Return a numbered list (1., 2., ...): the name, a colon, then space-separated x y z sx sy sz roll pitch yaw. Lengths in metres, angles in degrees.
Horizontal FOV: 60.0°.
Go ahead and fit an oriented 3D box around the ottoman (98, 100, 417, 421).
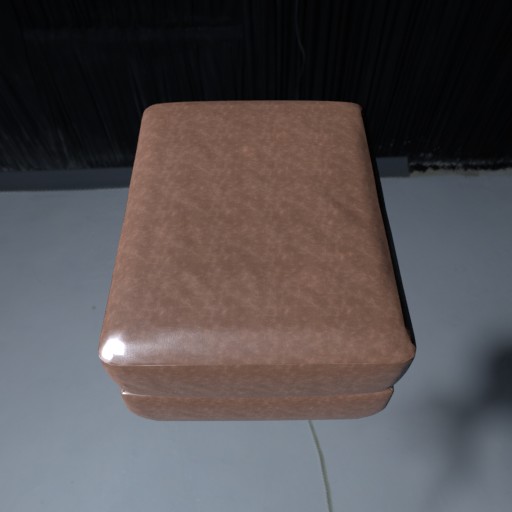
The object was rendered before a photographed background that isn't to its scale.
1. ottoman: 0.000 0.000 1.135 0.603 0.476 0.751 0 57 0
